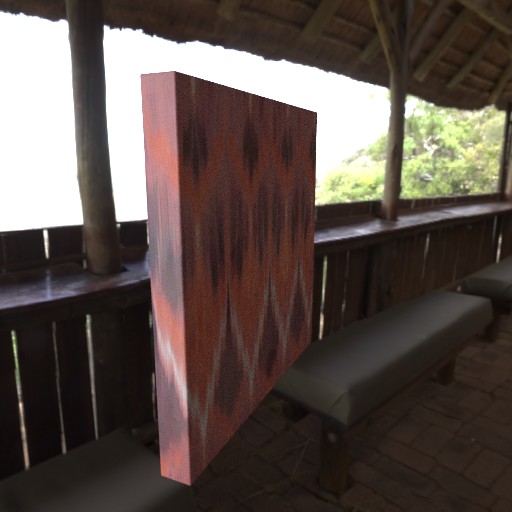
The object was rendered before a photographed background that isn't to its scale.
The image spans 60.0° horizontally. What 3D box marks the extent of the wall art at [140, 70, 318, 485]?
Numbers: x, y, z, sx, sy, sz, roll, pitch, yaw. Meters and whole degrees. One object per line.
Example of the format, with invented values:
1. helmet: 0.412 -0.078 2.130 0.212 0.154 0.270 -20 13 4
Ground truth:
1. wall art: 0.000 0.000 0.602 0.038 0.406 0.403 6 14 24
